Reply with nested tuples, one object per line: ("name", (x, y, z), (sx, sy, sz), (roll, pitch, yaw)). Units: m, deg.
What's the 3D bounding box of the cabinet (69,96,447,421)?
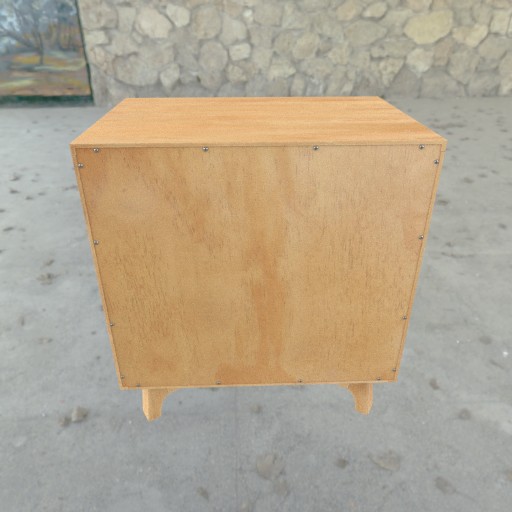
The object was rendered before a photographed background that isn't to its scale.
("cabinet", (0.000, 0.000, 0.963), (0.551, 0.599, 0.394), (-1, 29, -2))
